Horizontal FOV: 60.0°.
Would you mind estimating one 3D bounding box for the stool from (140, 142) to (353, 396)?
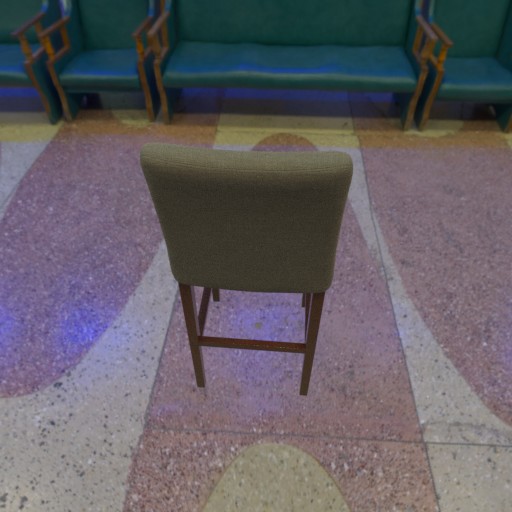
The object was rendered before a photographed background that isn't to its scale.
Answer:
[{"bbox_3d":[0.000,0.000,1.400,0.470,1.078,0.577,3,46,3],"label":"stool"}]
